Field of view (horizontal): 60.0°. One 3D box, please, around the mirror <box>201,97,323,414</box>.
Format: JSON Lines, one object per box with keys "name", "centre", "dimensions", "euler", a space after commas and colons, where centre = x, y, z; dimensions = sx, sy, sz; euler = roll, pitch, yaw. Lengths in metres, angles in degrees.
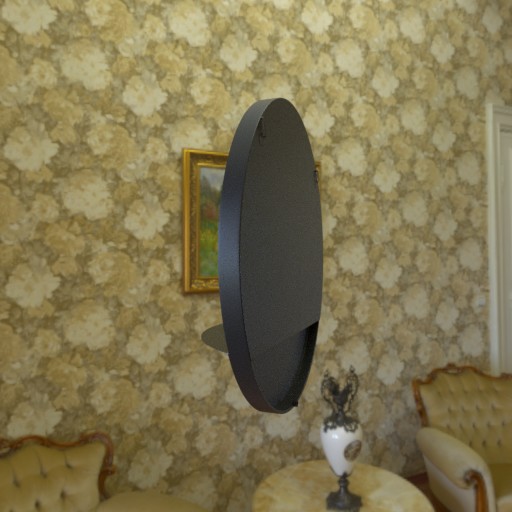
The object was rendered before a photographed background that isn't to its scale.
{"name": "mirror", "centre": [0.000, 0.000, 0.696], "dimensions": [0.133, 0.457, 0.457], "euler": [0, -1, 19]}
